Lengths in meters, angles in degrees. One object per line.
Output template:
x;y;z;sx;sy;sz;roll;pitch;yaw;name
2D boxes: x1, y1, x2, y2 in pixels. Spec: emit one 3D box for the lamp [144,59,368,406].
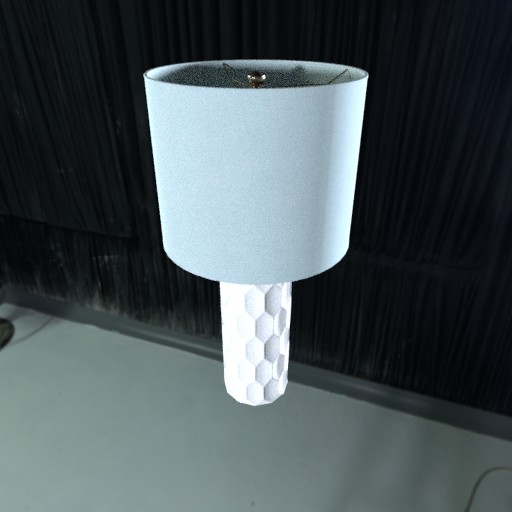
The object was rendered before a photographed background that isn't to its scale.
0.000;0.000;0.689;0.277;0.534;0.277;8;30;14;lamp
